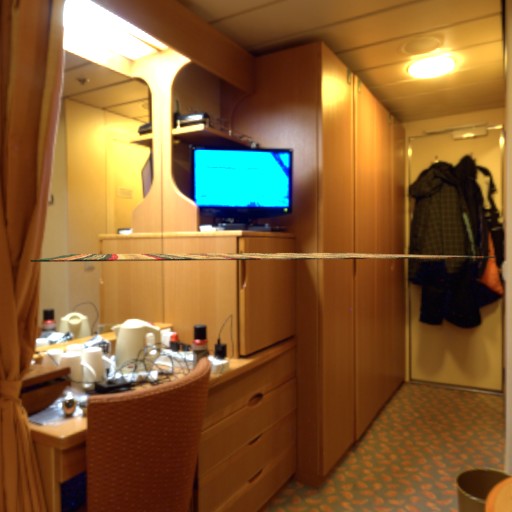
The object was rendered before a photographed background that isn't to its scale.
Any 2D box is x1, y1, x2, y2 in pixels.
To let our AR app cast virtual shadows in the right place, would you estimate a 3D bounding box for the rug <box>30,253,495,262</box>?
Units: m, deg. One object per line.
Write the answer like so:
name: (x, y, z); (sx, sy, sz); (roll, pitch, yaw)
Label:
rug: (0.000, 0.000, 2.950); (2.447, 0.011, 1.520); (0, 1, -17)
